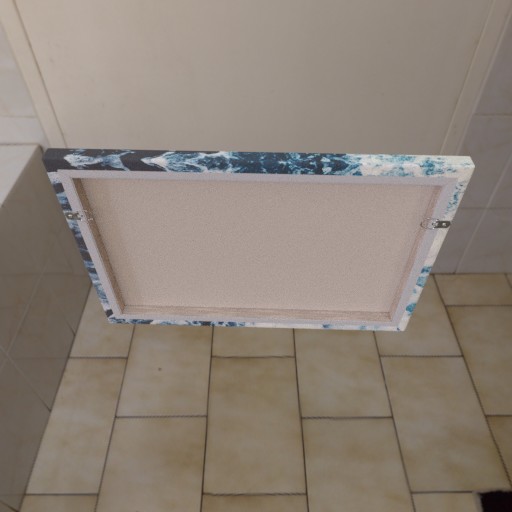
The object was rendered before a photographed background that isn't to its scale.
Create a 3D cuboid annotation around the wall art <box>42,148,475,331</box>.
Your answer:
[{"bbox_3d":[0.000,0.000,1.163,0.915,0.610,0.042,1,47,1],"label":"wall art"}]
